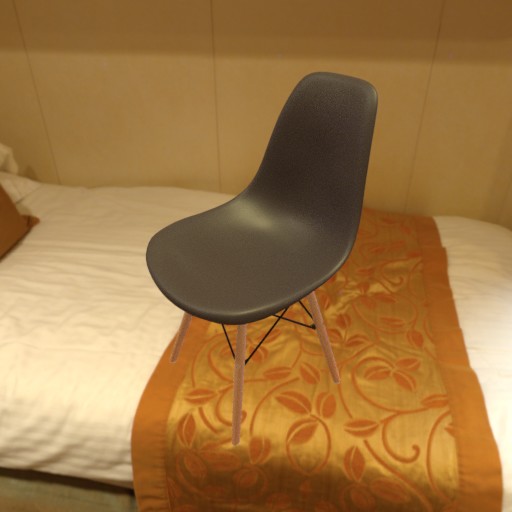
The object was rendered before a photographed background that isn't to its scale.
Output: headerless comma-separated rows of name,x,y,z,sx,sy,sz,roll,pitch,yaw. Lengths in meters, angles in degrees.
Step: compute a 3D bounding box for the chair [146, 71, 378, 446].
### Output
chair,0.000,0.000,1.148,0.533,0.825,0.470,-21,38,-29
